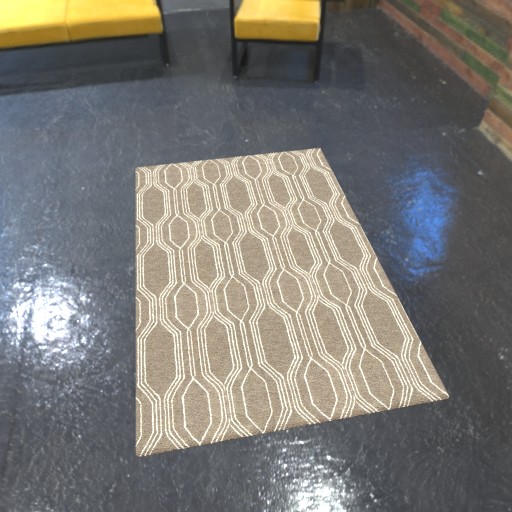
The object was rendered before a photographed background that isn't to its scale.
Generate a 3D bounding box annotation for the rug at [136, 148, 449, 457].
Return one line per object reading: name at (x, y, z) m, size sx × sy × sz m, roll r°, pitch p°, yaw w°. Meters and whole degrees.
rug at (0.000, 0.000, 2.320) m, size 1.239 × 0.012 × 1.836 m, roll -8°, pitch 47°, yaw -7°
